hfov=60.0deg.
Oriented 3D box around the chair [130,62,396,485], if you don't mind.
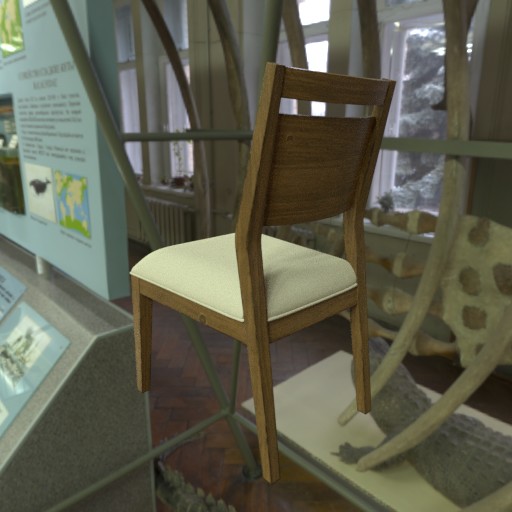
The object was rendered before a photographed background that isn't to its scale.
[{"bbox_3d":[0.000,0.000,1.270,0.497,0.939,0.610,-14,21,-41],"label":"chair"}]
